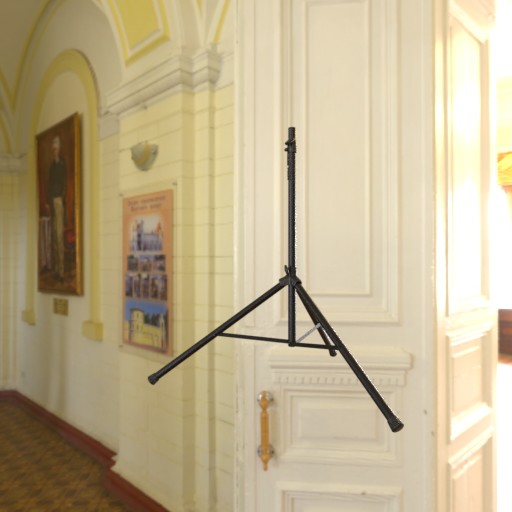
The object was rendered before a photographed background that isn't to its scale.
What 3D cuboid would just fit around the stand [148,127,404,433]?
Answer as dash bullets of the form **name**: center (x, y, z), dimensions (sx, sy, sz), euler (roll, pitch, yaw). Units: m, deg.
- **stand**: center (0.000, 0.000, 2.766), dimensions (1.339, 1.595, 1.596), euler (0, 0, 0)
